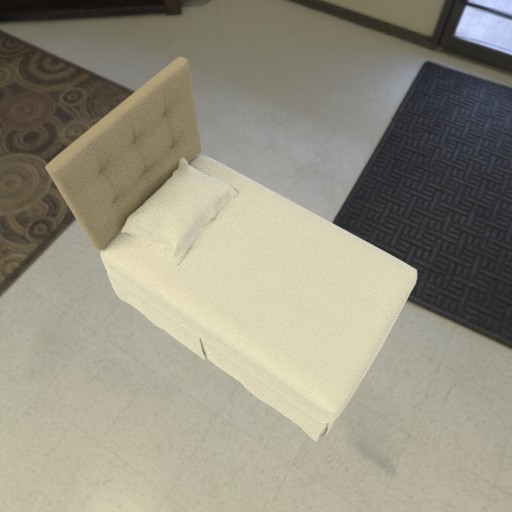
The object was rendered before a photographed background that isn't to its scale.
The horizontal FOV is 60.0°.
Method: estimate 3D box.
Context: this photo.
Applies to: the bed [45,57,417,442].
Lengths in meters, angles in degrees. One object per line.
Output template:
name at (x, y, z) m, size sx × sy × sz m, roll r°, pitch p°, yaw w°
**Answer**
bed at (0.000, 0.000, 2.977) m, size 1.997 × 1.571 × 1.261 m, roll 31°, pitch 64°, yaw 17°
